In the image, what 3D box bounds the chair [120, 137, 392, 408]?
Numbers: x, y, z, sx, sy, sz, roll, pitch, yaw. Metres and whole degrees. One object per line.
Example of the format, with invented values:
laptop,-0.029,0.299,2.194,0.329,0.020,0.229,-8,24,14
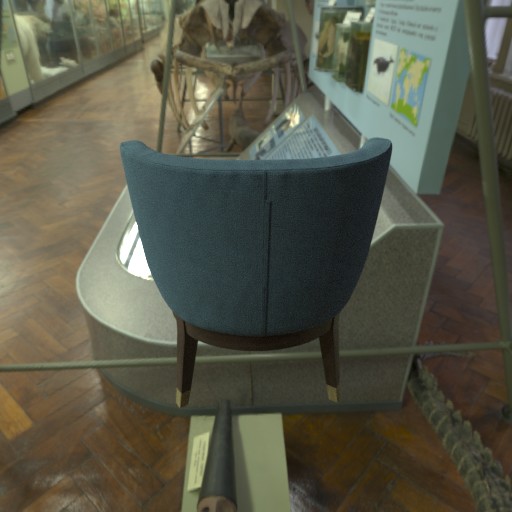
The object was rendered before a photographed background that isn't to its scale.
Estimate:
chair,0.000,0.000,1.273,0.661,0.760,0.702,-1,30,-2
